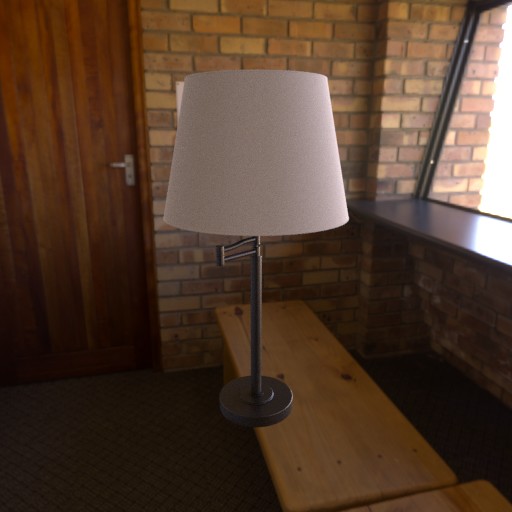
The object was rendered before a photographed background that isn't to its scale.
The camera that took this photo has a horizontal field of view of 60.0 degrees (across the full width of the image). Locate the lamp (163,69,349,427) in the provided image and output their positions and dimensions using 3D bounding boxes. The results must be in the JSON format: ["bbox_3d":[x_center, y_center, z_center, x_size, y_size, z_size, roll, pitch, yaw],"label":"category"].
[{"bbox_3d":[0.000,0.000,0.907,0.363,0.696,0.363,0,16,0],"label":"lamp"}]
